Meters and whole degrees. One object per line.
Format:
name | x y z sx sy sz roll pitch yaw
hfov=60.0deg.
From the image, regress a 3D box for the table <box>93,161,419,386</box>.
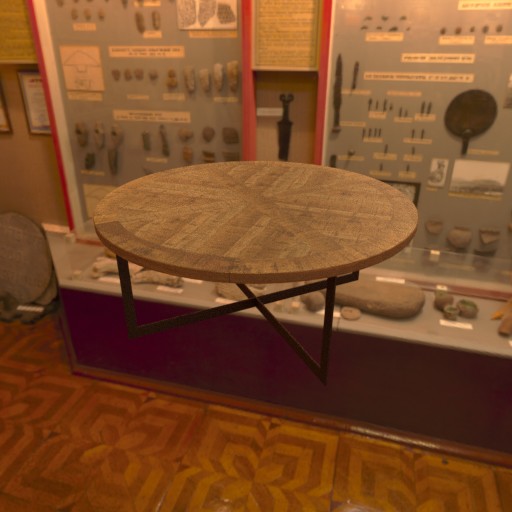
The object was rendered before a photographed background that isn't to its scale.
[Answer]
table | 0.000 0.000 1.924 1.264 0.516 1.264 0 26 0
